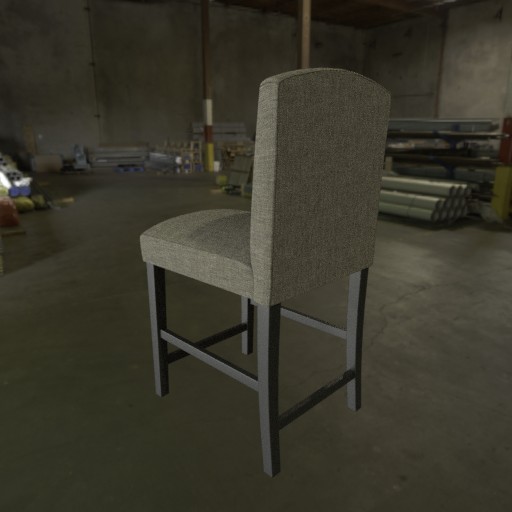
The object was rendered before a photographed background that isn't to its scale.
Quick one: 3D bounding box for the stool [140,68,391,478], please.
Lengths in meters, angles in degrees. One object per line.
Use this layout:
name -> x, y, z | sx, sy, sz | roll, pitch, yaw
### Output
stool -> 0.000, 0.000, 1.288 | 0.552, 0.966, 0.451 | 15, 22, 43
